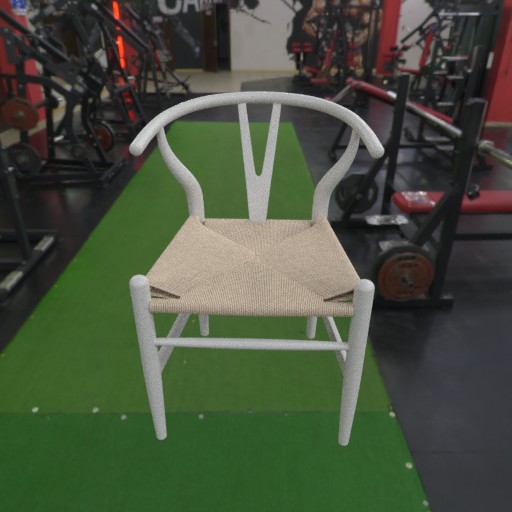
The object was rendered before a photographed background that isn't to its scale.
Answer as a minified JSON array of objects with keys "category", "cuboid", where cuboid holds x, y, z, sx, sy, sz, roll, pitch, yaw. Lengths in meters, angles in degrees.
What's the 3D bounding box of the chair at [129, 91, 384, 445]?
[{"category":"chair","cuboid":[0.000,0.000,1.152,0.569,0.730,0.579,1,29,2]}]
